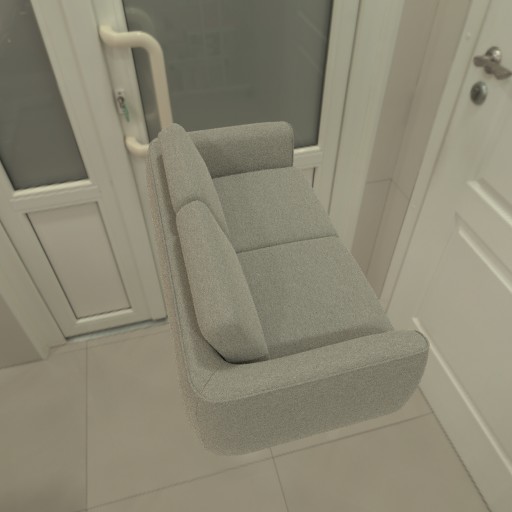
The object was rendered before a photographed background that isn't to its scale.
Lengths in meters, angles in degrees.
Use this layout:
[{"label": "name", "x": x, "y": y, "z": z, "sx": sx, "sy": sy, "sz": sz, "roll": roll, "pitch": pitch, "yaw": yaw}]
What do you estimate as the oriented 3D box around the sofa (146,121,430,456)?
[{"label": "sofa", "x": 0.000, "y": 0.000, "z": 2.160, "sx": 0.920, "sy": 0.850, "sz": 1.700, "roll": -11, "pitch": 47, "yaw": -10}]
